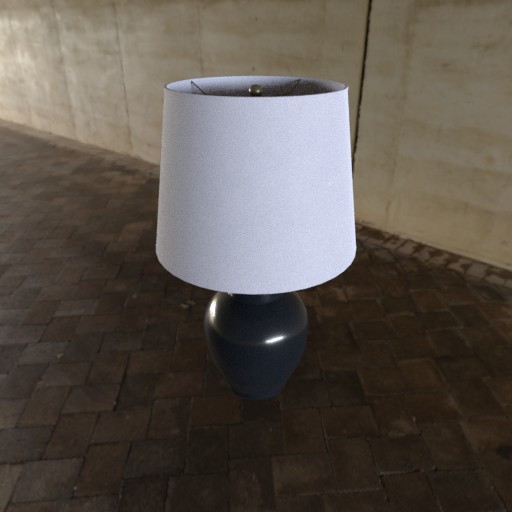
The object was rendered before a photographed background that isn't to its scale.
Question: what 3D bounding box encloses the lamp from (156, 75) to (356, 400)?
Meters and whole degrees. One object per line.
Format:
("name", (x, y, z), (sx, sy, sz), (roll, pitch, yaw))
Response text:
("lamp", (0.000, 0.000, 0.550), (0.239, 0.399, 0.239), (0, 27, 0))
